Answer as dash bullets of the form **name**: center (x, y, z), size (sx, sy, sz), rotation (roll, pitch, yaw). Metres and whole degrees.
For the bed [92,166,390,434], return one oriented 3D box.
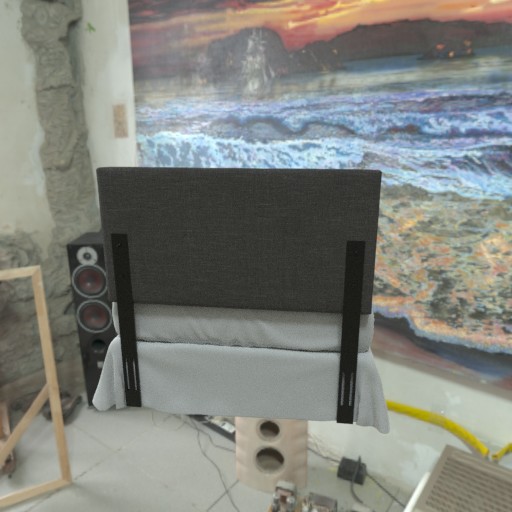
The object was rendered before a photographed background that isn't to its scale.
- **bed**: center (0.000, 0.000, 3.645), size (1.936, 1.577, 2.222), rotation (2, 16, 7)
